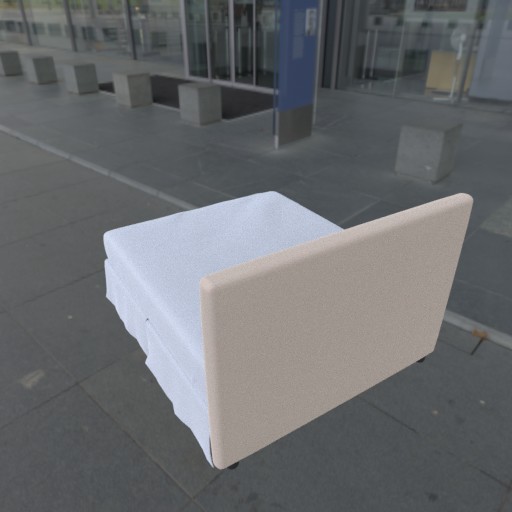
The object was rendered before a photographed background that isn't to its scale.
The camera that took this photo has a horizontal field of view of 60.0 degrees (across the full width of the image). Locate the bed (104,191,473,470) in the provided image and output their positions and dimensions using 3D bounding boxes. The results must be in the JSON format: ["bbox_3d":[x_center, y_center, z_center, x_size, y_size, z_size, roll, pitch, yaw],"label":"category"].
[{"bbox_3d":[0.000,0.000,3.343,1.884,1.330,2.142,-18,35,-28],"label":"bed"}]
